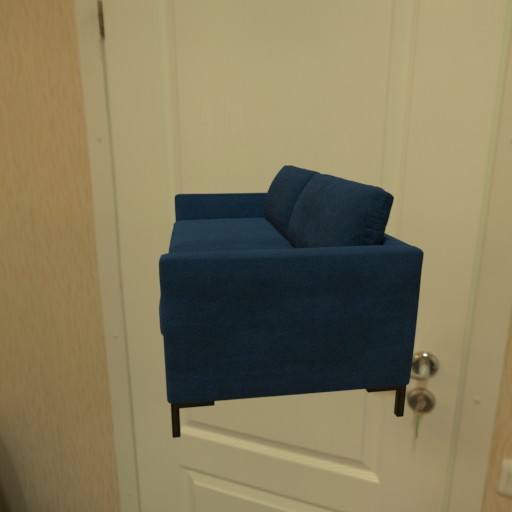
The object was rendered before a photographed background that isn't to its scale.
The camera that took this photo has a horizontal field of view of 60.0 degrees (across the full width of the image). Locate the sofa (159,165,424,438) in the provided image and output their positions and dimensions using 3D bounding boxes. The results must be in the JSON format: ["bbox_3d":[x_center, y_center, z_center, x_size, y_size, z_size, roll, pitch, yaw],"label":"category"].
[{"bbox_3d":[0.000,0.000,2.210,0.875,0.817,1.676,-2,15,-8],"label":"sofa"}]
